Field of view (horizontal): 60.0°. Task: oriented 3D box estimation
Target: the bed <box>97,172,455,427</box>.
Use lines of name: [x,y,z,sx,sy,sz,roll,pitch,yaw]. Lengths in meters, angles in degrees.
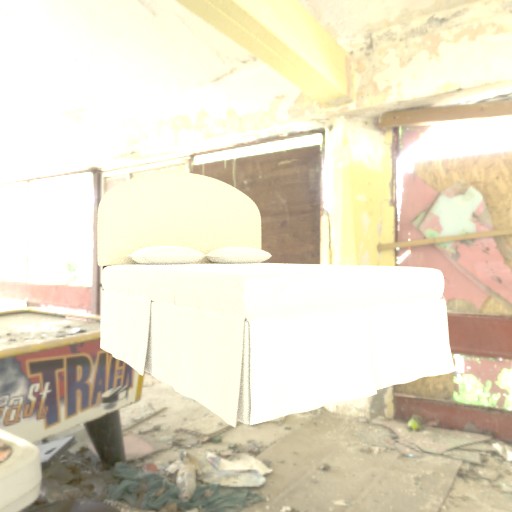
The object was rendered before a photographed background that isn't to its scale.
bed: [0.000,0.000,3.023,1.607,1.410,2.005,0,0,-37]
